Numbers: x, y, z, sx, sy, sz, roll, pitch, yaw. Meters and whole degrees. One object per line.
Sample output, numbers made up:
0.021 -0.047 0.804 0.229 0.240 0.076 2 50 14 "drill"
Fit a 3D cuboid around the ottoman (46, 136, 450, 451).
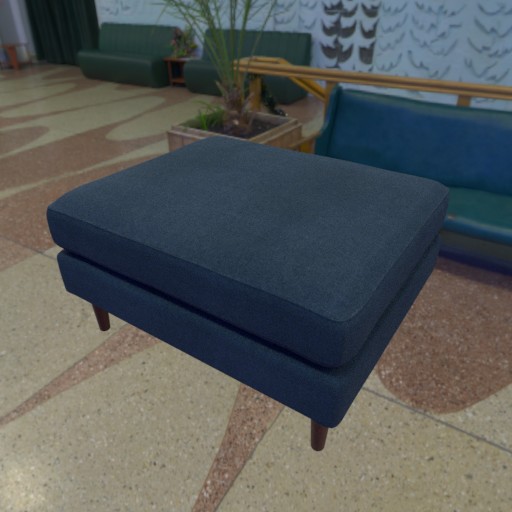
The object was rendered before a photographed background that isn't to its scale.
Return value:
0.000 0.000 1.222 0.821 0.474 0.693 19 36 29 "ottoman"
